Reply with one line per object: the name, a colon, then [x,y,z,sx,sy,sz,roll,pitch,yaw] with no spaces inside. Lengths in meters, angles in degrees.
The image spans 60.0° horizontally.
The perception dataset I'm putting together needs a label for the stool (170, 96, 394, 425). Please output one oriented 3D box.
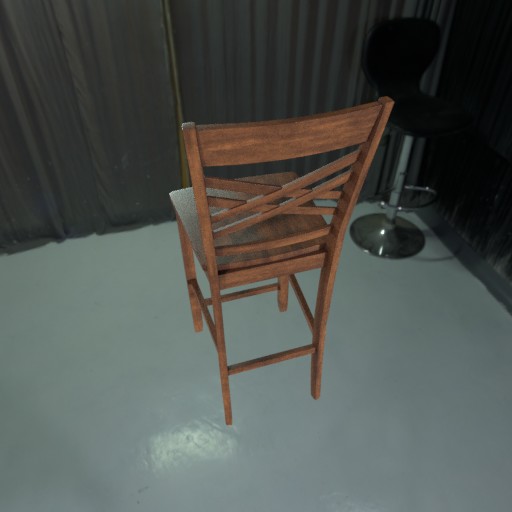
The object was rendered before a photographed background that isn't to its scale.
stool: [0.000,0.000,1.360,0.426,1.098,0.504,-12,42,-13]
